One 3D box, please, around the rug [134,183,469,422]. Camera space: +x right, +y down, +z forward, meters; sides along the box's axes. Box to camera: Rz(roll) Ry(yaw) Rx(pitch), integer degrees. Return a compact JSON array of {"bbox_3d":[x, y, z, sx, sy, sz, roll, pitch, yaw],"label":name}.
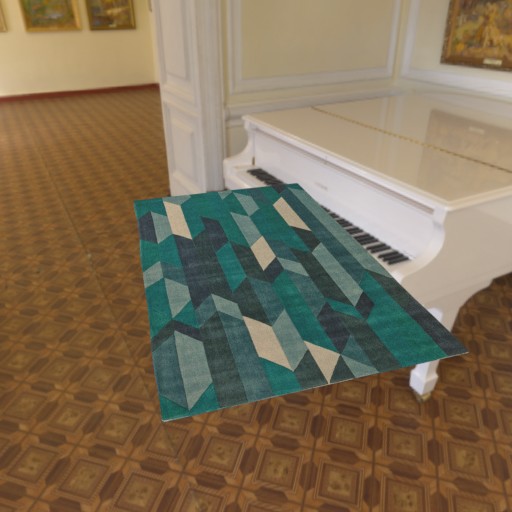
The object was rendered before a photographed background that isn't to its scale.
[{"bbox_3d":[0.000,0.000,3.032,1.528,0.005,2.420,-8,31,-14],"label":"rug"}]
